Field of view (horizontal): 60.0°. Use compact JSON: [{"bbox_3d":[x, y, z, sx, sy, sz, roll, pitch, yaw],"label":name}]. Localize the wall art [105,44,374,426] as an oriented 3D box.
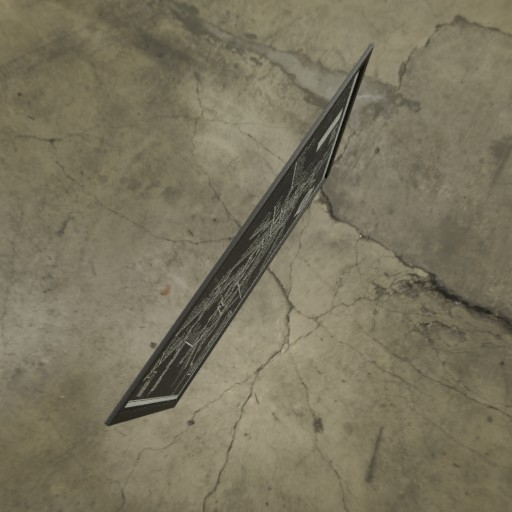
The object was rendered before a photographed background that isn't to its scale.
[{"bbox_3d":[0.000,0.000,1.490,0.013,0.811,1.192,32,76,9],"label":"wall art"}]
